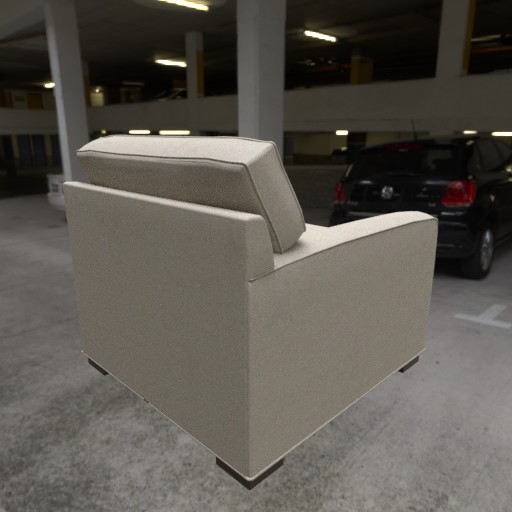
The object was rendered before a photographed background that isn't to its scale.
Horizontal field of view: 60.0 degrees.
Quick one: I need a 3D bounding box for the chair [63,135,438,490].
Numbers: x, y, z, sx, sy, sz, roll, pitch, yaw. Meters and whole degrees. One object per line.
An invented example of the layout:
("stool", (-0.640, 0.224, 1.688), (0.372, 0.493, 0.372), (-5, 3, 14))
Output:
("chair", (0.000, 0.000, 1.728), (0.998, 0.913, 1.043), (15, 22, 43))
